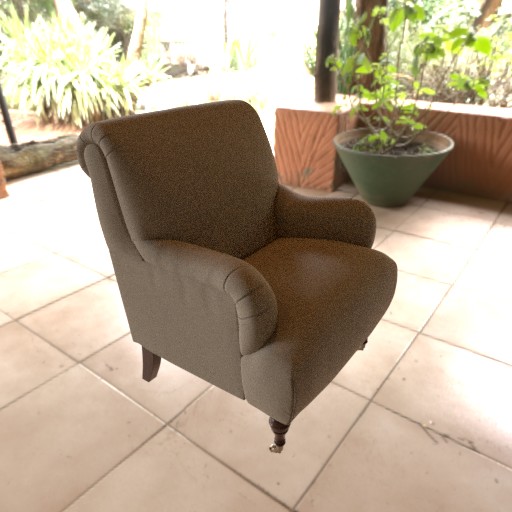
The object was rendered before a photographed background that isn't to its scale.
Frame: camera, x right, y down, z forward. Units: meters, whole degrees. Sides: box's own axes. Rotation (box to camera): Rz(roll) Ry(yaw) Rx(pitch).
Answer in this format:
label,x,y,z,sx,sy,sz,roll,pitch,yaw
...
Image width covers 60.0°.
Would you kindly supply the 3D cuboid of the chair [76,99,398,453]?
label,x,y,z,sx,sy,sz,roll,pitch,yaw
chair,0.000,0.000,1.543,0.842,0.942,0.766,18,31,32
